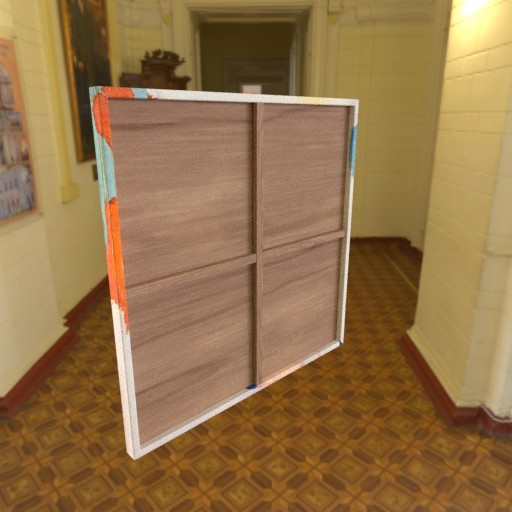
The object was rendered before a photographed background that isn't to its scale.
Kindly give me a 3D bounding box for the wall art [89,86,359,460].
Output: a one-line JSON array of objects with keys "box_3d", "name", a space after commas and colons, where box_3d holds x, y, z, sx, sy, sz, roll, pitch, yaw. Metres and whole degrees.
[{"box_3d": [0.000, 0.000, 1.189, 0.814, 0.814, 0.037, -16, 23, -41], "name": "wall art"}]
